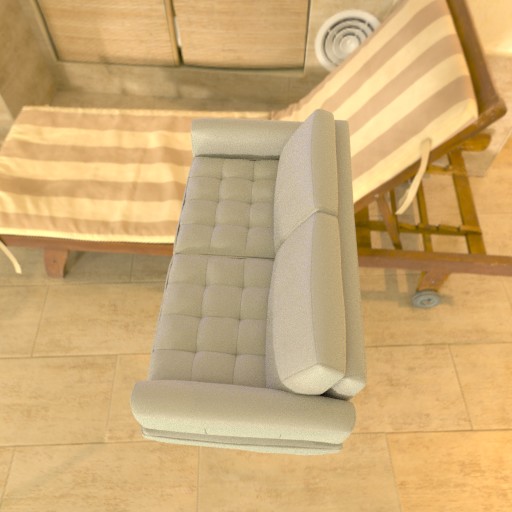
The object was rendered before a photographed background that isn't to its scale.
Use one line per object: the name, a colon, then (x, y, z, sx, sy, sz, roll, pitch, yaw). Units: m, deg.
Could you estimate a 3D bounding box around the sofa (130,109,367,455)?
sofa: (0.000, 0.000, 2.750, 1.121, 0.930, 2.177, 3, 56, 2)
